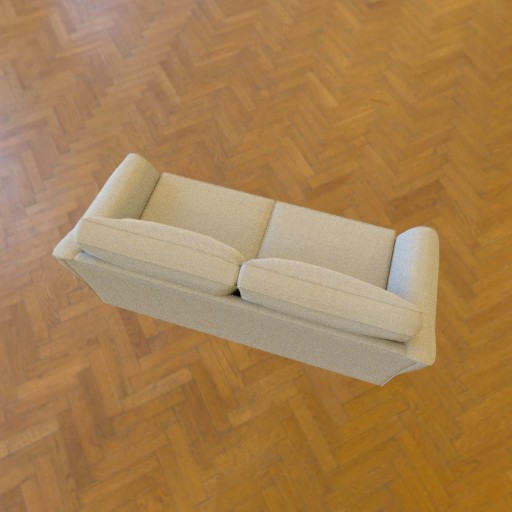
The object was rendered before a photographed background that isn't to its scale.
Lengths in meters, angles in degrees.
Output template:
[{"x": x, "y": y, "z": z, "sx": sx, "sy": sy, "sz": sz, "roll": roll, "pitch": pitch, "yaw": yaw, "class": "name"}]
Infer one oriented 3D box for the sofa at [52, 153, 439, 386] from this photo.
[{"x": 0.000, "y": 0.000, "z": 2.924, "sx": 2.270, "sy": 0.965, "sz": 0.980, "roll": 15, "pitch": 64, "yaw": 7, "class": "sofa"}]
